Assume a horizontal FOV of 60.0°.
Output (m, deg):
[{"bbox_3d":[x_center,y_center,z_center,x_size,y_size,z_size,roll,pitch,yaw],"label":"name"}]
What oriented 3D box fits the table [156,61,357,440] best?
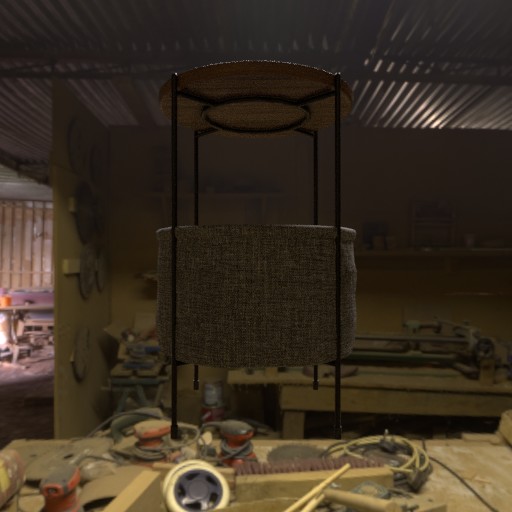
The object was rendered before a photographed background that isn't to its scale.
[{"bbox_3d":[0.000,0.000,0.896,0.400,0.623,0.400,0,0,0],"label":"table"}]
